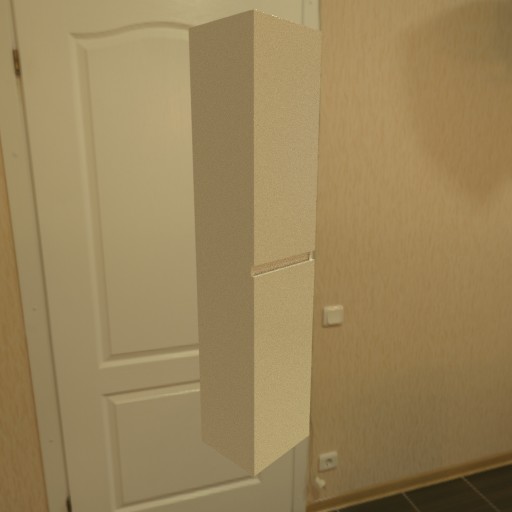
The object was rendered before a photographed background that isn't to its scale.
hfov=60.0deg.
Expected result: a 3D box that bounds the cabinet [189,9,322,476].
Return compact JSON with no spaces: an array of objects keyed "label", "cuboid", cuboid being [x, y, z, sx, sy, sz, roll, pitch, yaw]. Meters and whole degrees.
[{"label":"cabinet","cuboid":[0.000,0.000,1.497,0.269,1.400,0.300,12,18,42]}]
